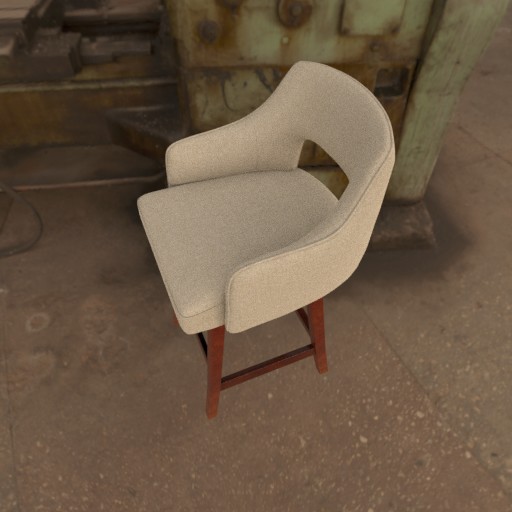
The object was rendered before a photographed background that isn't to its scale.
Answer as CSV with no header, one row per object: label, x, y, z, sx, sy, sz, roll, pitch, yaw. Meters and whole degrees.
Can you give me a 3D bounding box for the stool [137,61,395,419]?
stool,0.000,0.000,1.294,0.560,0.936,0.550,-17,50,-15
